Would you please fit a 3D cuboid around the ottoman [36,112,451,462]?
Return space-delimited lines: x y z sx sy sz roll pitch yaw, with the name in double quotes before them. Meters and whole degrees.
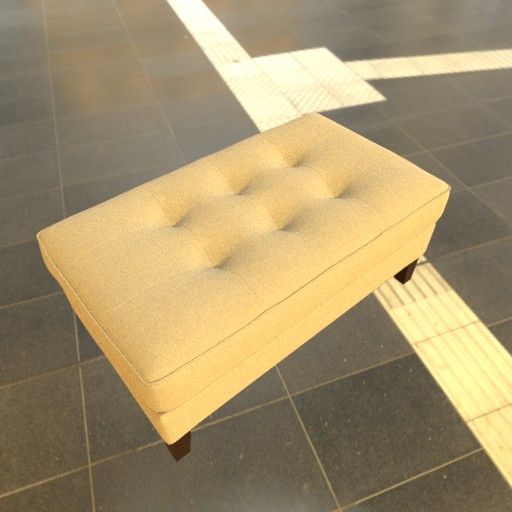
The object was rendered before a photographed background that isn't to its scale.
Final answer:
"ottoman" 0.000 0.000 1.485 1.143 0.508 0.648 -31 53 -26
